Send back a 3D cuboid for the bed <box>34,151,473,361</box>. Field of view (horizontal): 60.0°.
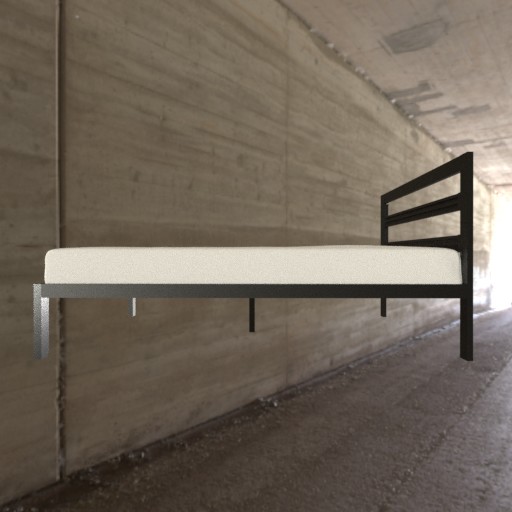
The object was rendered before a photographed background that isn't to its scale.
[{"bbox_3d":[0.000,0.000,2.826,2.062,0.967,1.524,0,0,1],"label":"bed"}]
